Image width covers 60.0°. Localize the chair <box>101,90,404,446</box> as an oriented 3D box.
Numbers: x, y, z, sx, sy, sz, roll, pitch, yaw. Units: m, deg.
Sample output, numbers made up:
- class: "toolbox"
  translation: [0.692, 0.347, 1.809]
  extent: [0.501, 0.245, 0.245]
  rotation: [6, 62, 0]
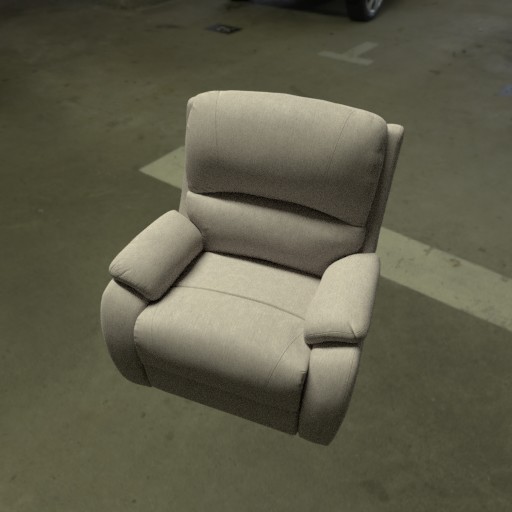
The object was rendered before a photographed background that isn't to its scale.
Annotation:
- class: "chair"
  translation: [0.000, 0.000, 1.702]
  extent: [0.930, 1.011, 0.899]
  rotation: [13, 43, 14]
